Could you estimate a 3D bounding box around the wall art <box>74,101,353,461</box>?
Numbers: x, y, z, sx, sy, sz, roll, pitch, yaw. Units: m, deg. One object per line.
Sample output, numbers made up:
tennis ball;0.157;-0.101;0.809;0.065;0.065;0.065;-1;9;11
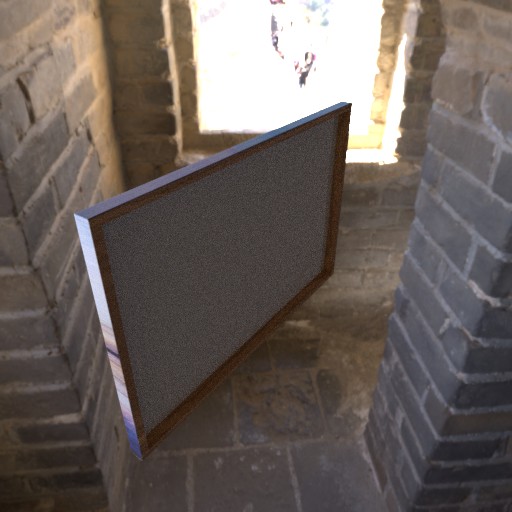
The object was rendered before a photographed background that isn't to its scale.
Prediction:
wall art;0.000;0.000;1.149;0.037;0.605;0.911;21;38;30
